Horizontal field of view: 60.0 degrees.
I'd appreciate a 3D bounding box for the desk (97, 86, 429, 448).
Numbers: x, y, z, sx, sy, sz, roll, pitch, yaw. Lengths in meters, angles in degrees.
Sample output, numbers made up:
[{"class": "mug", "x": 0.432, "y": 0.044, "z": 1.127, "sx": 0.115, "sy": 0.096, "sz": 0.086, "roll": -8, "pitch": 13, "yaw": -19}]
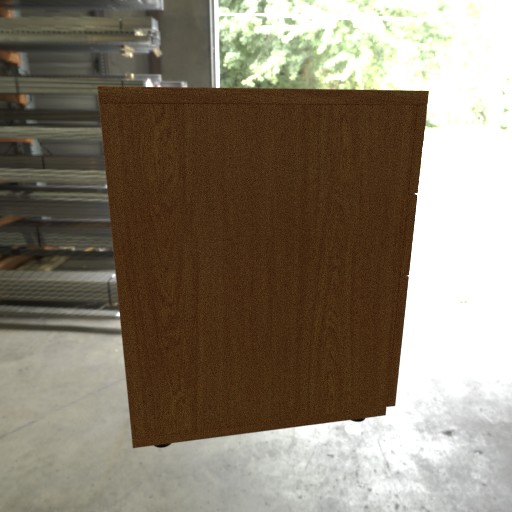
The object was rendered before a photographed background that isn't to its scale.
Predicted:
[{"class": "desk", "x": 0.000, "y": 0.000, "z": 1.066, "sx": 0.600, "sy": 0.730, "sz": 0.404, "roll": -3, "pitch": 17, "yaw": -10}]
